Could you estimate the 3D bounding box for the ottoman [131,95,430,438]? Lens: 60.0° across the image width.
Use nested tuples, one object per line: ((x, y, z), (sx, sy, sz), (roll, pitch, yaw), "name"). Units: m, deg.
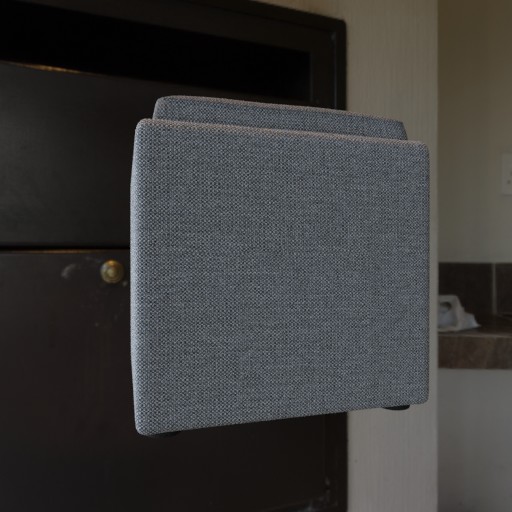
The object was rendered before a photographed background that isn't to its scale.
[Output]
((0.000, 0.000, 0.844), (0.454, 0.487, 0.436), (0, 0, -16), "ottoman")
